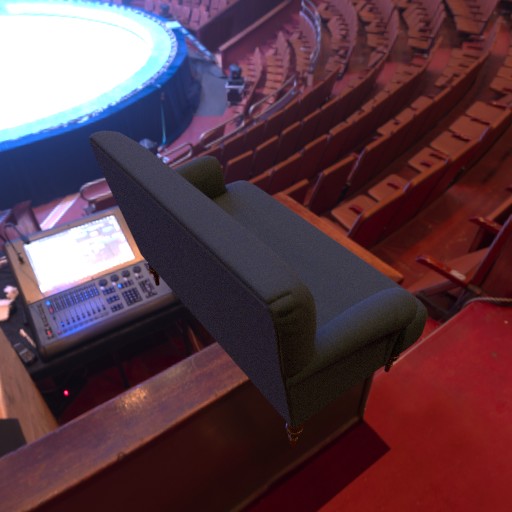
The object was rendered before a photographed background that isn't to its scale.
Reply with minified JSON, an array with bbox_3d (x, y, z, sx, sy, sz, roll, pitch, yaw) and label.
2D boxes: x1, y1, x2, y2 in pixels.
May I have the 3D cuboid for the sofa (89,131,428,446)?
[{"bbox_3d":[0.000,0.000,1.824,0.779,0.889,1.297,-26,47,-27],"label":"sofa"}]
